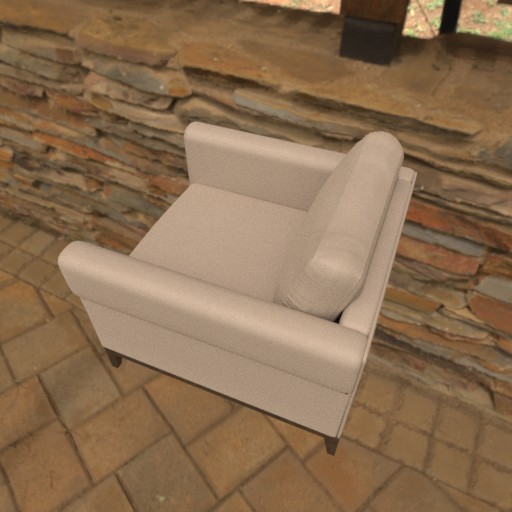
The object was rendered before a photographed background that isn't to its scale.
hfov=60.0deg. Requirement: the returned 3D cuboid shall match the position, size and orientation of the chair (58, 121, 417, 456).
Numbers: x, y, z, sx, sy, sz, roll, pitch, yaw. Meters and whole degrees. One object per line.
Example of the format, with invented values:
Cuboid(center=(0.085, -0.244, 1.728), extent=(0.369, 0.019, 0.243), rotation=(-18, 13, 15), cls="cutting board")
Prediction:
Cuboid(center=(0.000, 0.000, 1.678), extent=(0.959, 0.838, 0.914), rotation=(17, 48, 15), cls="chair")
